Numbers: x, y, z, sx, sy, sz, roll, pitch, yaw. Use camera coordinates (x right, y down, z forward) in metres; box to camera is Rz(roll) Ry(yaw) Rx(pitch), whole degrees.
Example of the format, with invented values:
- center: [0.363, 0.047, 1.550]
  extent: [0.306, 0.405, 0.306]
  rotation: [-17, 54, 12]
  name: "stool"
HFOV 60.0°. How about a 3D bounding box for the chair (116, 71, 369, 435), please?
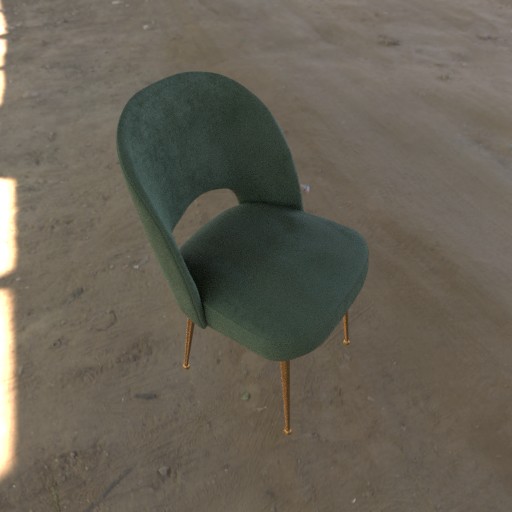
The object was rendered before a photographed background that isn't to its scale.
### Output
- center: [0.000, 0.000, 1.245]
  extent: [0.577, 0.860, 0.527]
  rotation: [25, 48, 25]
  name: "chair"
